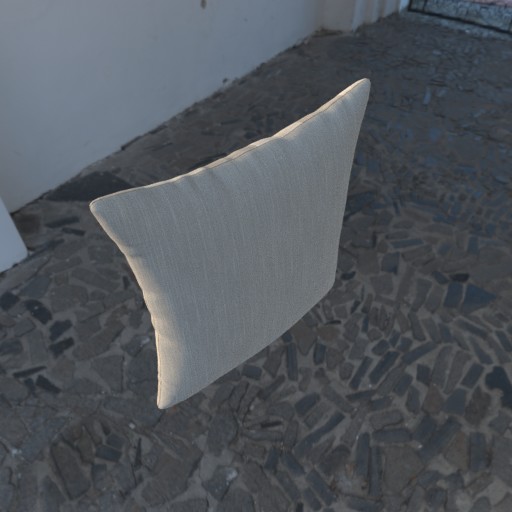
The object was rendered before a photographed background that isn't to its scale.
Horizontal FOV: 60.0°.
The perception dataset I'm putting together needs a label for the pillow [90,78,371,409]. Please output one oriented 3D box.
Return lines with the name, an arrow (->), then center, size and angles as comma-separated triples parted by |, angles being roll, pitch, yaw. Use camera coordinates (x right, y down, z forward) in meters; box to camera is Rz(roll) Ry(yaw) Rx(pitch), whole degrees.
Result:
pillow -> 0.000, 0.000, 0.805 | 0.511, 0.509, 0.161 | -32, 53, -28
